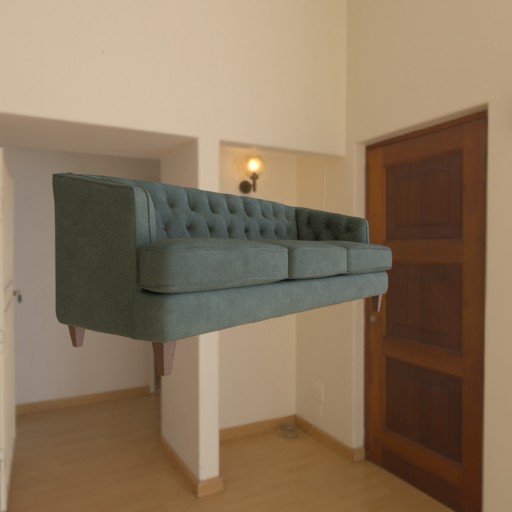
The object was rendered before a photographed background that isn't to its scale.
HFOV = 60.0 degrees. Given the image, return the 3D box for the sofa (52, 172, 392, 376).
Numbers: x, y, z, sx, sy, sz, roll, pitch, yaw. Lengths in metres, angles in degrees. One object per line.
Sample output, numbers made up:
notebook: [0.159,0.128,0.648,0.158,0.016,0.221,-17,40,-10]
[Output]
sofa: [0.000,0.000,2.705,0.941,0.855,2.278,1,1,37]
